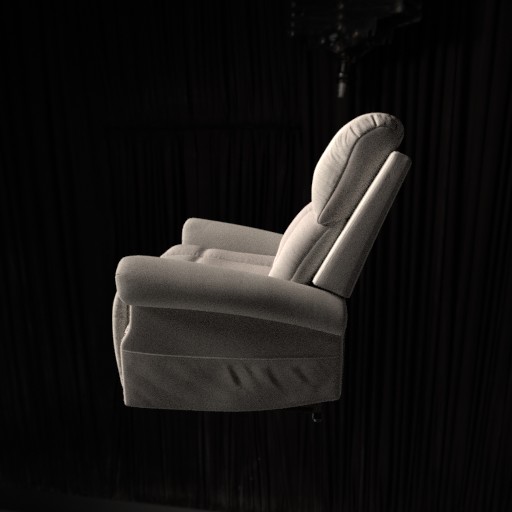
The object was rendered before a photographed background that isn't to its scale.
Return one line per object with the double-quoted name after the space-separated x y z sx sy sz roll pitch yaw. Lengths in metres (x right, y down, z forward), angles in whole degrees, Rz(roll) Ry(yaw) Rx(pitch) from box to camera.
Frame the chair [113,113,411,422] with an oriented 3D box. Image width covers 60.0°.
0.000 0.000 1.726 0.979 1.031 0.871 2 14 7 "chair"
